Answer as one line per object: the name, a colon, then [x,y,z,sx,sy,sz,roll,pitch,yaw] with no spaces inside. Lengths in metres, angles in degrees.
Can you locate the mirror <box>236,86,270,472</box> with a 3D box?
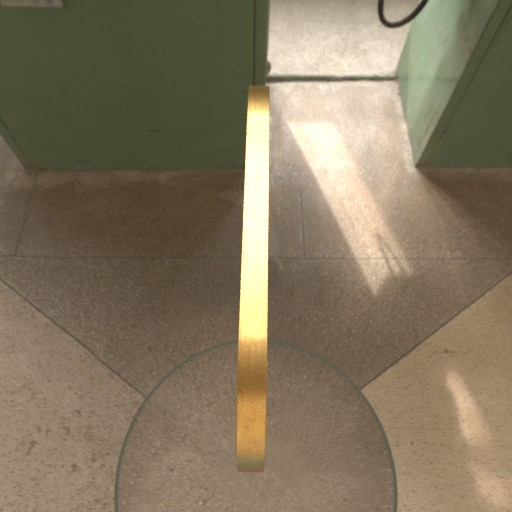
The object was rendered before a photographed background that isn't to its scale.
mirror: [0.000,0.000,0.666,0.032,0.254,0.584,1,64,1]
